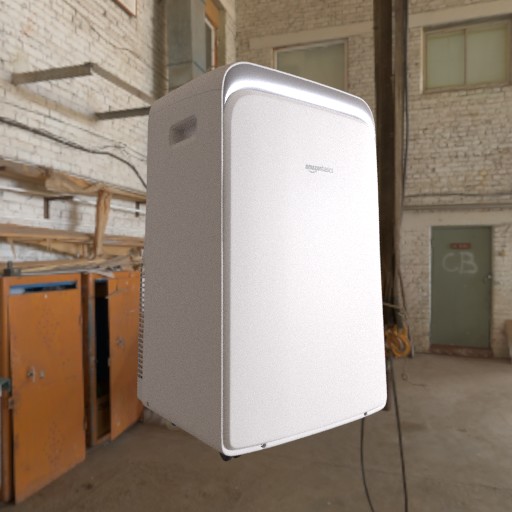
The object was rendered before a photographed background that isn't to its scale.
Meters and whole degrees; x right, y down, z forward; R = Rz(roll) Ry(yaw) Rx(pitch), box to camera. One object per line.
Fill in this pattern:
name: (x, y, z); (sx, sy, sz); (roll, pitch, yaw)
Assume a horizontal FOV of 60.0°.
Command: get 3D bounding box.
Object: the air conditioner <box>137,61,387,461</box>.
air conditioner: (0.000, 0.000, 1.063); (0.478, 0.765, 0.467); (0, 0, -36)
